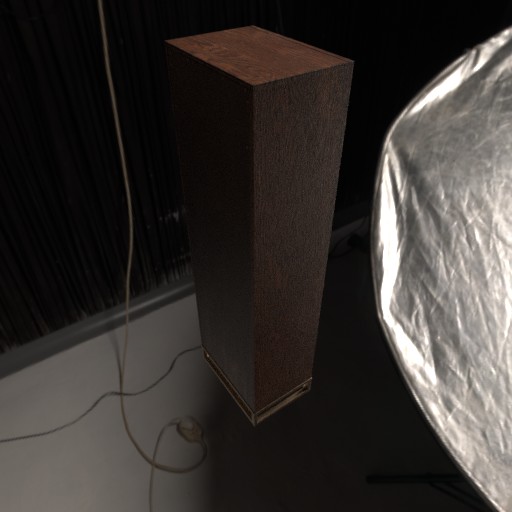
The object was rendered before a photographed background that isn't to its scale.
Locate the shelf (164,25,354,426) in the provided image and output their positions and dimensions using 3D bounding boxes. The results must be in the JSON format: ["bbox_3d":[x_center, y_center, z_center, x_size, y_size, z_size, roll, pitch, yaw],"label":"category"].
[{"bbox_3d":[0.000,0.000,1.981,0.395,1.732,0.539,-24,46,-26],"label":"shelf"}]
